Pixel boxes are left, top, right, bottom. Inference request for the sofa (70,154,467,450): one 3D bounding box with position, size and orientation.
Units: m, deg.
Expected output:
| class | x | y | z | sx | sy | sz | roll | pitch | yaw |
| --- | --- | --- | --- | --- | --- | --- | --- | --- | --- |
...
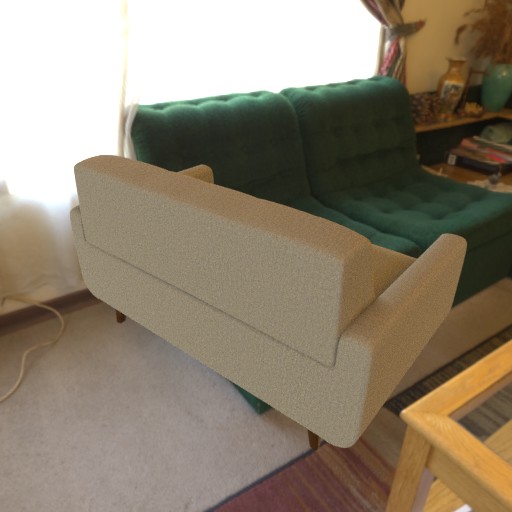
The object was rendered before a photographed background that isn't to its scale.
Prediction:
| class | x | y | z | sx | sy | sz | roll | pitch | yaw |
| --- | --- | --- | --- | --- | --- | --- | --- | --- | --- |
| sofa | 0.000 | 0.000 | 2.149 | 1.651 | 0.925 | 0.952 | 22 | 36 | 33 |
